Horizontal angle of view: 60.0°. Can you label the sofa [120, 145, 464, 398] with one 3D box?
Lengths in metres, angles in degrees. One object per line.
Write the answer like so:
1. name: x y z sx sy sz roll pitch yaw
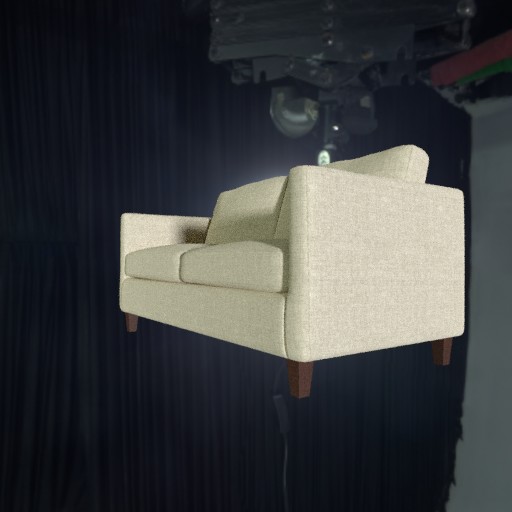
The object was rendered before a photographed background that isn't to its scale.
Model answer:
1. sofa: 0.000 0.000 2.423 0.950 0.963 1.884 0 -1 -35
